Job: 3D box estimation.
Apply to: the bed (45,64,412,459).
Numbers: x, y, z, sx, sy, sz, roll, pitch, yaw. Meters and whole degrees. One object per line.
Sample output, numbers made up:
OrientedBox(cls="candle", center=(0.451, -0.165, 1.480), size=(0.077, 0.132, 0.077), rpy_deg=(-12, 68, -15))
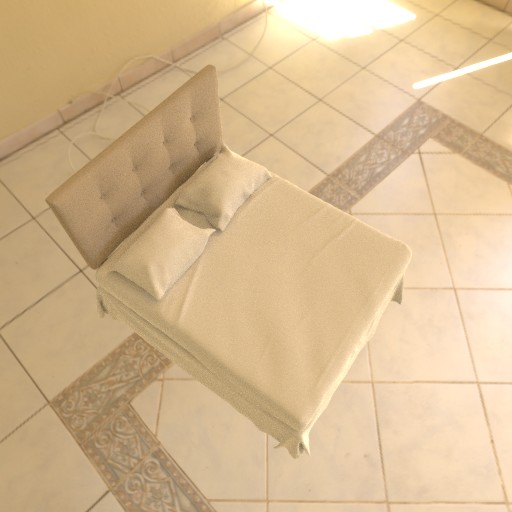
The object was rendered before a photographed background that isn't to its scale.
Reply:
OrientedBox(cls="bed", center=(0.000, 0.000, 3.423), size=(2.222, 1.577, 1.936), rpy_deg=(32, 64, 17))
